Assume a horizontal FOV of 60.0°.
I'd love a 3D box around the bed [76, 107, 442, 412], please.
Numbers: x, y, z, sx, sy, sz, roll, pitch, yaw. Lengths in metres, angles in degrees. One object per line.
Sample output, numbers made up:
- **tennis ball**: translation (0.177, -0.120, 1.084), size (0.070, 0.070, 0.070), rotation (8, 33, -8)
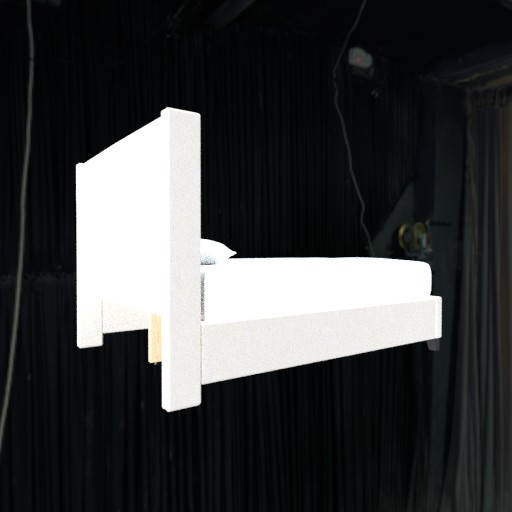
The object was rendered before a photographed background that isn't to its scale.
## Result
- **bed**: translation (0.000, 0.000, 3.506), size (2.293, 1.471, 1.778), rotation (-1, 1, -35)
